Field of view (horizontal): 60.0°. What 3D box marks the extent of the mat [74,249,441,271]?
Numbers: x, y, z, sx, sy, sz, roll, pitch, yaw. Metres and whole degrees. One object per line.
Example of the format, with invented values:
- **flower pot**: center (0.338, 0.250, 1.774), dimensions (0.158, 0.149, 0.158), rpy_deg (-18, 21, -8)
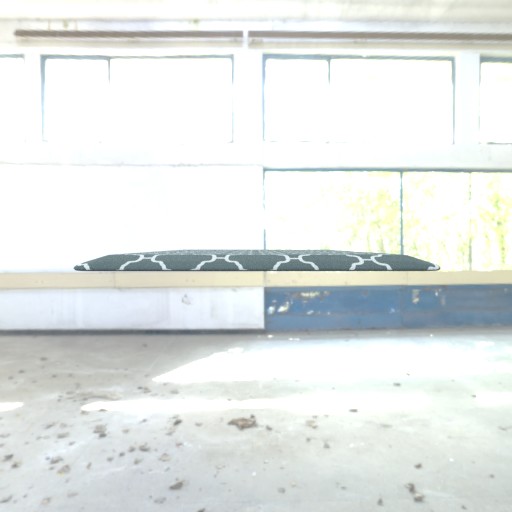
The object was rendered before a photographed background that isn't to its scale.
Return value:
- **mat**: center (0.000, 0.000, 0.961), dimensions (0.508, 0.021, 0.762), rpy_deg (0, 1, 0)
